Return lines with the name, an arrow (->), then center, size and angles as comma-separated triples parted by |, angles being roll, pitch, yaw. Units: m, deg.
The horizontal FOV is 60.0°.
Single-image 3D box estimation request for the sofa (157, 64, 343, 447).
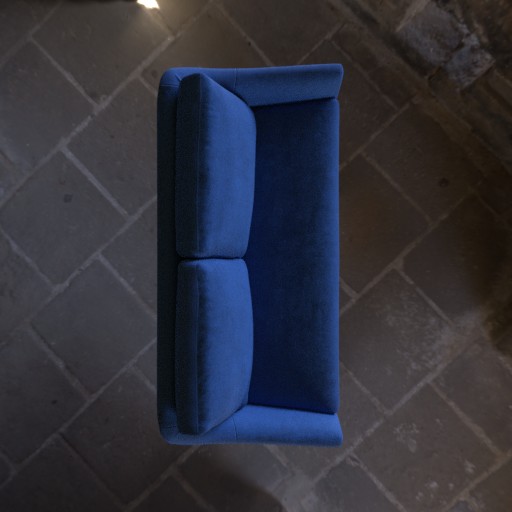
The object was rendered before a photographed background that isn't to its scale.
sofa -> 0.000, 0.000, 2.494 | 0.960, 0.903, 2.036 | 0, 90, 1
